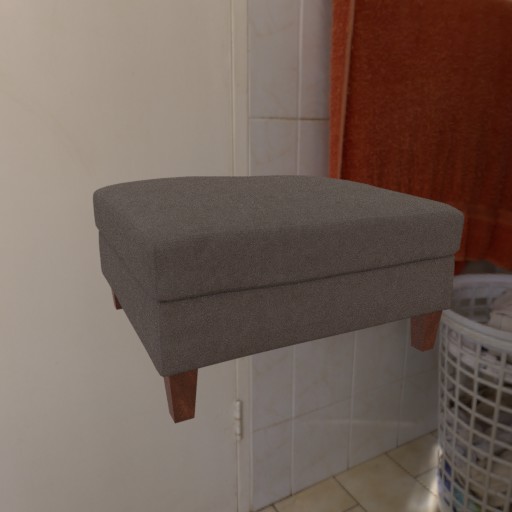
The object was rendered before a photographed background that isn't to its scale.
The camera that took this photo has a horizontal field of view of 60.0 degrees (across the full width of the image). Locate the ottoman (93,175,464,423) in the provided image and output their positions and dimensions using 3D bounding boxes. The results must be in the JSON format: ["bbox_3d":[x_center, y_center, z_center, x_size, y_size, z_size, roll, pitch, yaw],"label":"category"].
[{"bbox_3d":[0.000,0.000,1.428,0.881,0.482,0.861,-8,17,-26],"label":"ottoman"}]
